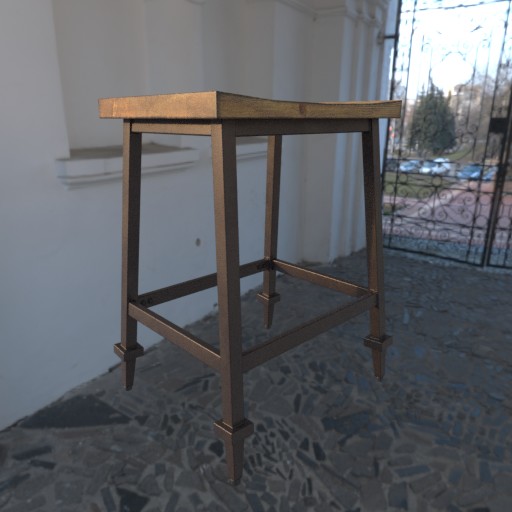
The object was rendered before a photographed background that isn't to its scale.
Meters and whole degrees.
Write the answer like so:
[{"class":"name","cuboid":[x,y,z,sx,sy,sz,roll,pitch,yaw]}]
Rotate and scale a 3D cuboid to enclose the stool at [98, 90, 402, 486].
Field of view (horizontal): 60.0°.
[{"class":"stool","cuboid":[0.000,0.000,0.936,0.486,0.625,0.405,-16,23,-41]}]
